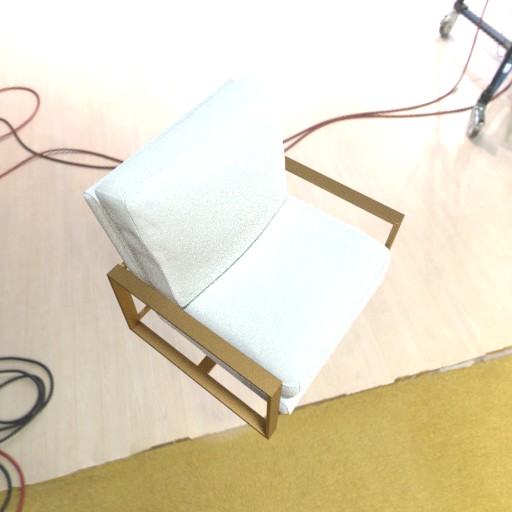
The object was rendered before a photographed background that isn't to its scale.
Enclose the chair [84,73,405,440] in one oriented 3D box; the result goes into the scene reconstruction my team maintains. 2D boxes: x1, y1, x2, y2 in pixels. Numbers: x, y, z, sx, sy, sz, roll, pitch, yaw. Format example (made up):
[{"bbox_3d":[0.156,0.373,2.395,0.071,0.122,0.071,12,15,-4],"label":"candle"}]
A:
[{"bbox_3d":[0.000,0.000,1.609,0.813,0.966,0.805,32,63,19],"label":"chair"}]
